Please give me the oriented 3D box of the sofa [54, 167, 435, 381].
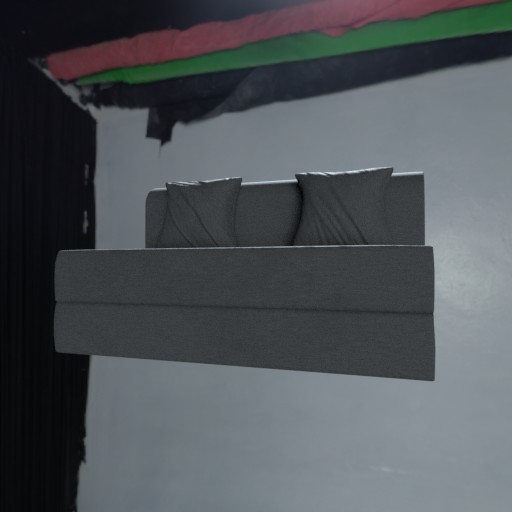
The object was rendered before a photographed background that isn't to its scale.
[{"bbox_3d":[0.000,0.000,1.688,1.225,0.670,0.762,0,-1,19],"label":"sofa"}]
